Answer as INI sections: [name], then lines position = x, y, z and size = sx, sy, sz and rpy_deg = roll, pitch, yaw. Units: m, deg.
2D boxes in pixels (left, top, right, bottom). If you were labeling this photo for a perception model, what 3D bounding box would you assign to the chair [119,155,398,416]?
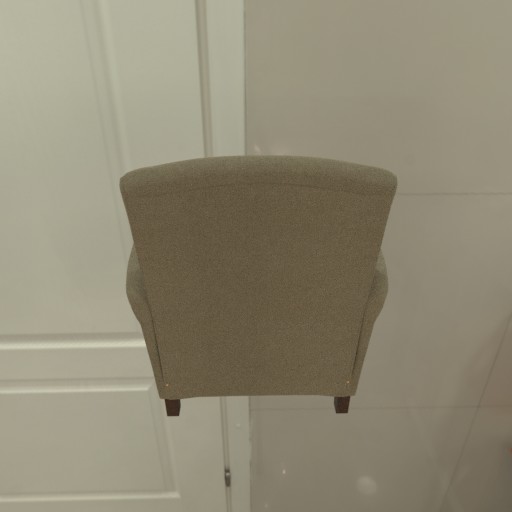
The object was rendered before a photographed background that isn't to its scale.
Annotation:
[chair]
position = 0.000, 0.000, 1.765
size = 0.978, 1.061, 0.905
rpy_deg = -1, 30, -1
